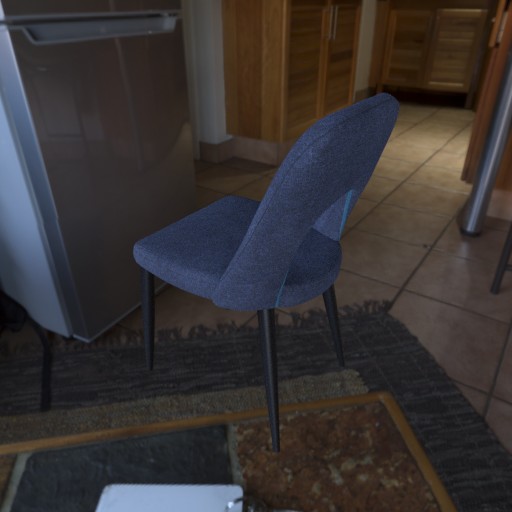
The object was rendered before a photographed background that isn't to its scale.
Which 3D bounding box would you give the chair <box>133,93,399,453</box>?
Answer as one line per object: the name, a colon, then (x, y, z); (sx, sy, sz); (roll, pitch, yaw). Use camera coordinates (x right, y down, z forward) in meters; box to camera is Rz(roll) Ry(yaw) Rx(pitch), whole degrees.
chair: (0.000, 0.000, 1.271); (0.612, 0.931, 0.470); (21, 37, 31)
